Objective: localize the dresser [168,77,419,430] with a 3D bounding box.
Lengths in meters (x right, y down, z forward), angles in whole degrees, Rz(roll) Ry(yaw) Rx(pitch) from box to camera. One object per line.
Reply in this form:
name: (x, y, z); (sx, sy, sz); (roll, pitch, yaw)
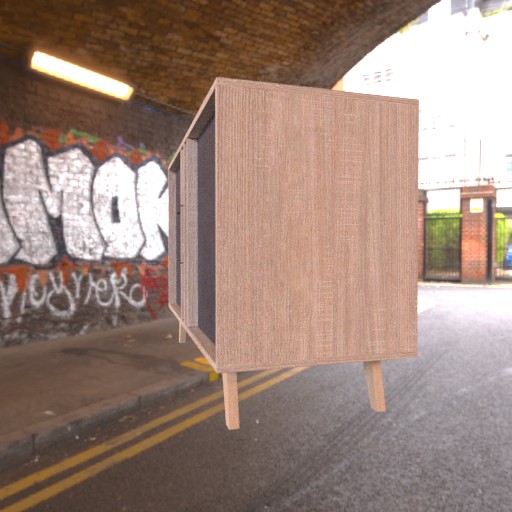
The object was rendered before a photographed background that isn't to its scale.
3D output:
dresser: (0.000, 0.000, 1.545); (0.500, 0.780, 1.110); (0, 1, -16)
